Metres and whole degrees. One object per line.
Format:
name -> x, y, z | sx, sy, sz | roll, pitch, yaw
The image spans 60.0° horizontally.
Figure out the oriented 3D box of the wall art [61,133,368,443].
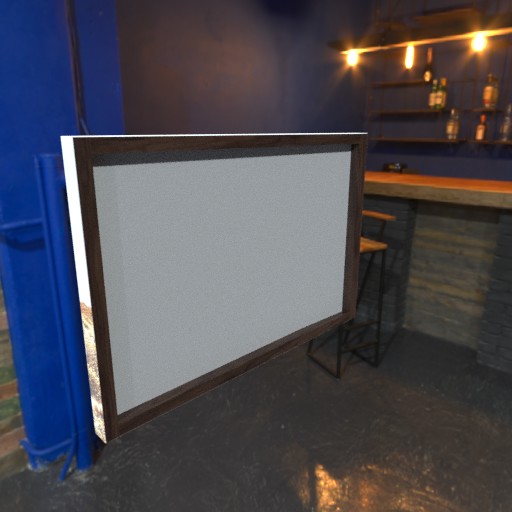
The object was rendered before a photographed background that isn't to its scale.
wall art -> 0.000, 0.000, 1.152 | 0.914, 0.610, 0.050 | -15, 22, -42
